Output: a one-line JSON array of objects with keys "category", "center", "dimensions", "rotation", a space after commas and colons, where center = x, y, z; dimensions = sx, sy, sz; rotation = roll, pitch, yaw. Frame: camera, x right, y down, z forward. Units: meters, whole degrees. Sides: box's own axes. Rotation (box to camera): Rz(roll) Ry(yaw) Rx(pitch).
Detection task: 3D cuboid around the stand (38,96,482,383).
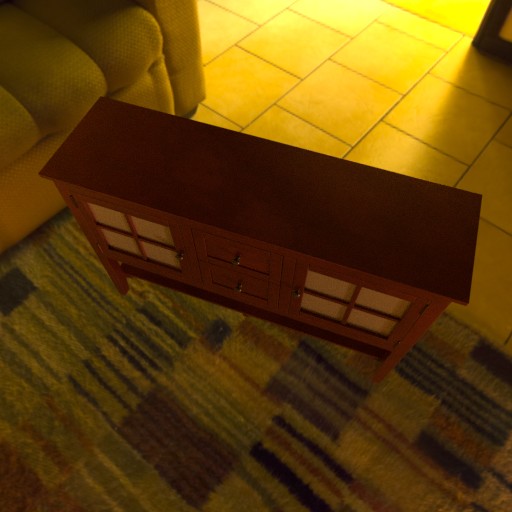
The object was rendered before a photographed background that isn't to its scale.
[{"category": "stand", "center": [0.000, 0.000, 1.781], "dimensions": [1.362, 0.872, 0.410], "rotation": [17, 60, 10]}]
